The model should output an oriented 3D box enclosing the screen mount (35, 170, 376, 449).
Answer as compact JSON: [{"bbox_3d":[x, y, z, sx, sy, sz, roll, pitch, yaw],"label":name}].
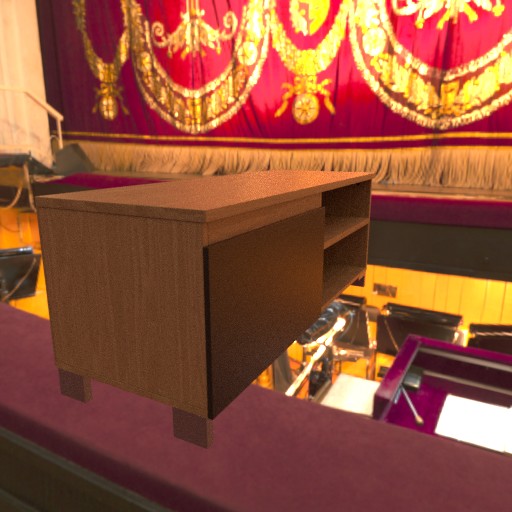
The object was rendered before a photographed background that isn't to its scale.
[{"bbox_3d":[0.000,0.000,1.289,0.406,0.432,1.084,7,16,27],"label":"screen mount"}]
